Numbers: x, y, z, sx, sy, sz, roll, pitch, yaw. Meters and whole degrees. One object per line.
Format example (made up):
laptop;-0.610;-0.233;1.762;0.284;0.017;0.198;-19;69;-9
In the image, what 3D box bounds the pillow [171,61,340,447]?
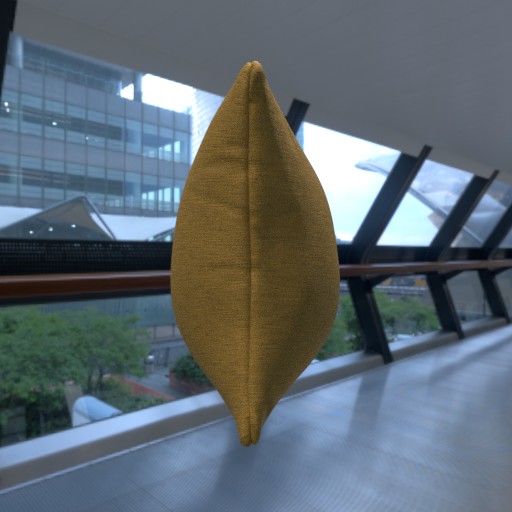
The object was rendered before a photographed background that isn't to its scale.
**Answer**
pillow;0.000;0.000;0.684;0.247;0.417;0.435;0;-1;1
